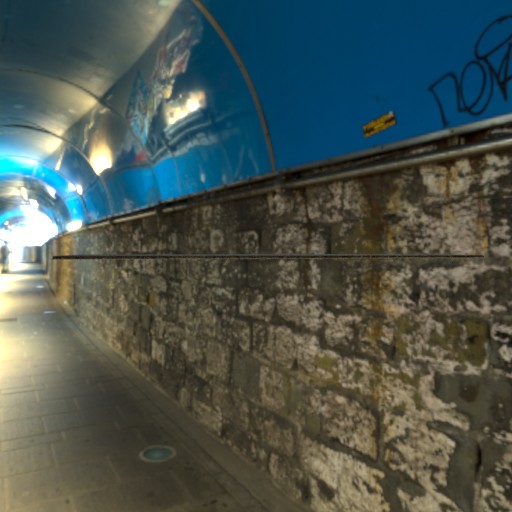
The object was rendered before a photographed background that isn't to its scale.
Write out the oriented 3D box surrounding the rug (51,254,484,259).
[{"bbox_3d":[0.000,0.000,2.230,1.752,0.013,1.158,0,0,-18],"label":"rug"}]
